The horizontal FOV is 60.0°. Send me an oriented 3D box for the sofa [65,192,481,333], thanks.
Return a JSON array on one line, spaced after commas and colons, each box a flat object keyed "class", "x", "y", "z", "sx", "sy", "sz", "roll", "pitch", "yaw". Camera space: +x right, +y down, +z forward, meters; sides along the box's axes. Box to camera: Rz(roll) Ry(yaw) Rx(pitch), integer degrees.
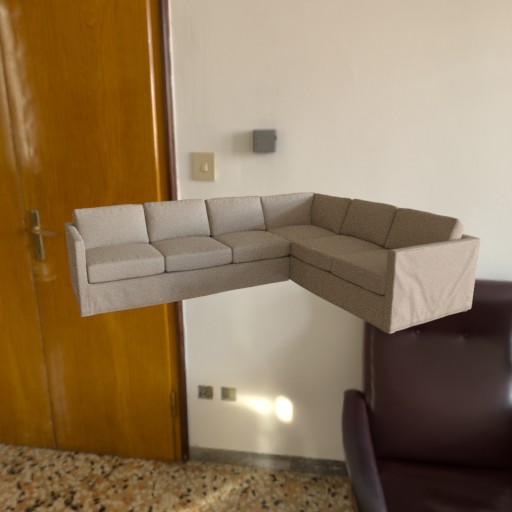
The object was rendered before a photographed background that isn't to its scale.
[{"class": "sofa", "x": 0.000, "y": 0.000, "z": 4.251, "sx": 3.182, "sy": 0.871, "sz": 2.432, "roll": -8, "pitch": 17, "yaw": -26}]
